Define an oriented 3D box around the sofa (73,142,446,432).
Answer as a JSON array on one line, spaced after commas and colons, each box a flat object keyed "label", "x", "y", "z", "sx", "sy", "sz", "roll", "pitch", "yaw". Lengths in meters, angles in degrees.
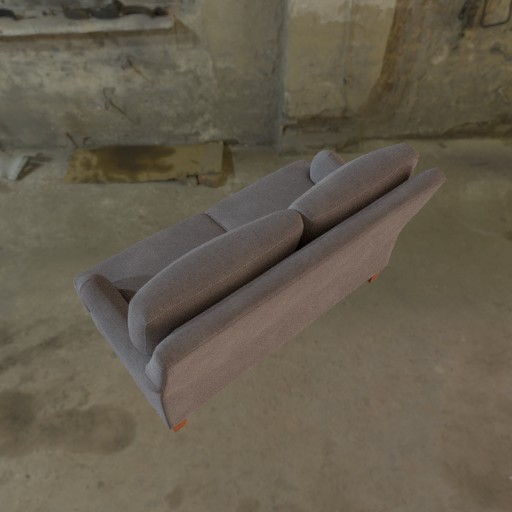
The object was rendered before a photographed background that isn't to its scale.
[{"label": "sofa", "x": 0.000, "y": 0.000, "z": 2.567, "sx": 1.853, "sy": 1.101, "sz": 1.084, "roll": -32, "pitch": 54, "yaw": -26}]
